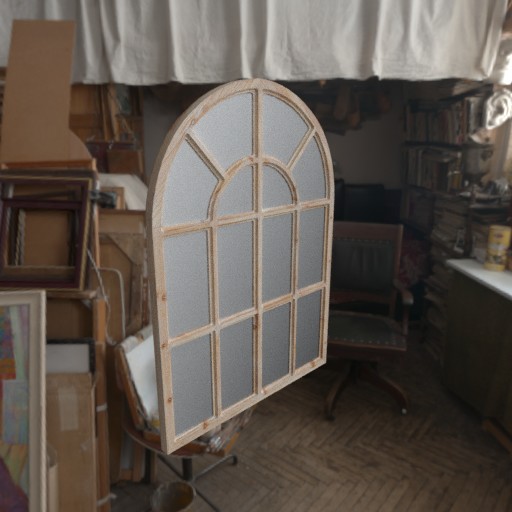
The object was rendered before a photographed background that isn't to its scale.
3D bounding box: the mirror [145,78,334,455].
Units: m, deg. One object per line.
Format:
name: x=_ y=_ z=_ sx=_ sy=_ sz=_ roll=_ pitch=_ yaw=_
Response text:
mirror: x=0.000 y=0.000 z=1.235 sx=0.660 sy=0.920 sz=0.032 roll=-15 pitch=22 yaw=-42
